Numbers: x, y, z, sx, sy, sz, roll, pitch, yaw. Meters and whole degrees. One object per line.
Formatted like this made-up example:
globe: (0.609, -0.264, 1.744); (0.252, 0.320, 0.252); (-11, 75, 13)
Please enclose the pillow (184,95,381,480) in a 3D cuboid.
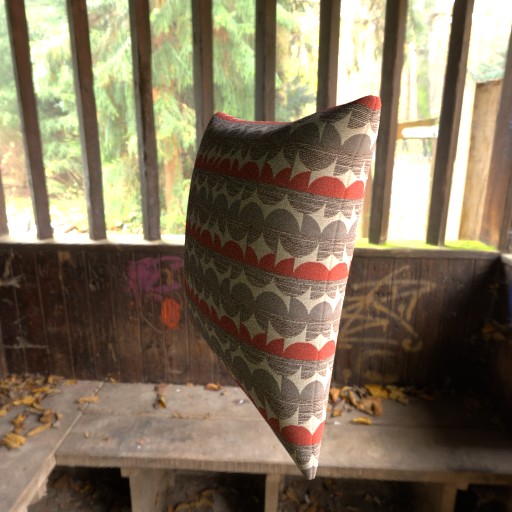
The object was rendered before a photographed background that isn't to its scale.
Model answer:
pillow: (0.000, 0.000, 0.635); (0.180, 0.410, 0.420); (-7, 17, -24)
